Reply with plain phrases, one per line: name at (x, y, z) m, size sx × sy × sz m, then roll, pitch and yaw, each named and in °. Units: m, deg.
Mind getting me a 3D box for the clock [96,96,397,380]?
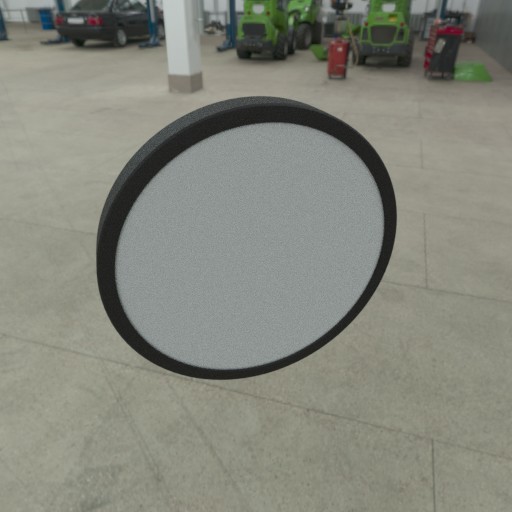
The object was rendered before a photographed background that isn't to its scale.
clock at (0.000, 0.000, 0.432) m, size 0.293 × 0.293 × 0.040 m, roll -10°, pitch 32°, yaw -15°
